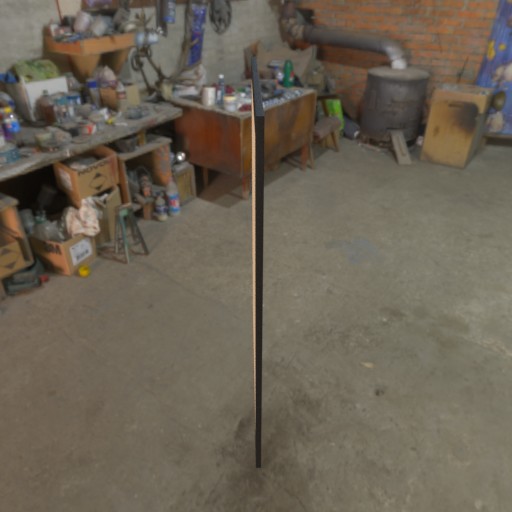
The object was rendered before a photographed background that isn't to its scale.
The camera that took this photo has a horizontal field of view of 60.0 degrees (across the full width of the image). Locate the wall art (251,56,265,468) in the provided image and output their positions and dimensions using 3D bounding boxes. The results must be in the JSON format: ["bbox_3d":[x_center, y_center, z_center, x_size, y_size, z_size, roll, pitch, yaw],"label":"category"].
[{"bbox_3d":[0.000,0.000,0.701,0.008,0.530,0.379,-1,32,-1],"label":"wall art"}]
